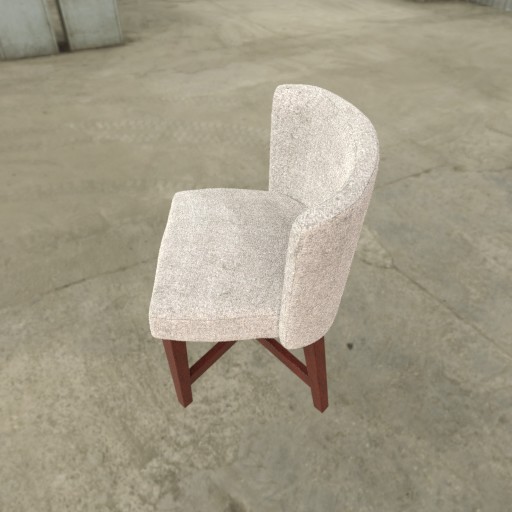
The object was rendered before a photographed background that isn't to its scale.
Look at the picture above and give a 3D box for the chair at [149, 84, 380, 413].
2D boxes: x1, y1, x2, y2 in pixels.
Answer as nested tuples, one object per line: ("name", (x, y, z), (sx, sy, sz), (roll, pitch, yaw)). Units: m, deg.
("chair", (0.000, 0.000, 1.329), (0.575, 0.827, 0.728), (-1, 41, -1))
